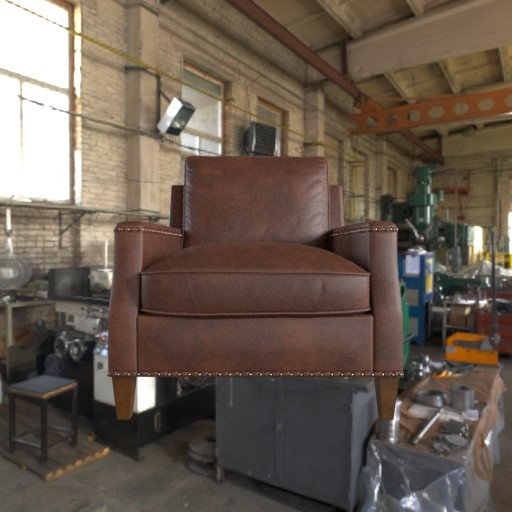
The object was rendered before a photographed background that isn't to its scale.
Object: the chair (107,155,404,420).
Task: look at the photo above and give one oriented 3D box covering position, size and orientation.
[{"bbox_3d":[0.000,0.000,1.727,0.853,0.929,1.014,0,1,0],"label":"chair"}]
